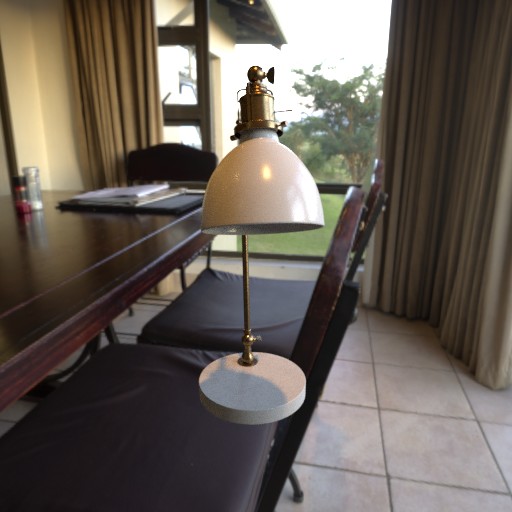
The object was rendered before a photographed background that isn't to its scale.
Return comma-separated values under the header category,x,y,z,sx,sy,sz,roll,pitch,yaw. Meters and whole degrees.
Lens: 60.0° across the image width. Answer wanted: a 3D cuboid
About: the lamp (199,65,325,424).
category,x,y,z,sx,sy,sz,roll,pitch,yaw
lamp,0.000,0.000,0.663,0.186,0.522,0.317,-2,16,-8
